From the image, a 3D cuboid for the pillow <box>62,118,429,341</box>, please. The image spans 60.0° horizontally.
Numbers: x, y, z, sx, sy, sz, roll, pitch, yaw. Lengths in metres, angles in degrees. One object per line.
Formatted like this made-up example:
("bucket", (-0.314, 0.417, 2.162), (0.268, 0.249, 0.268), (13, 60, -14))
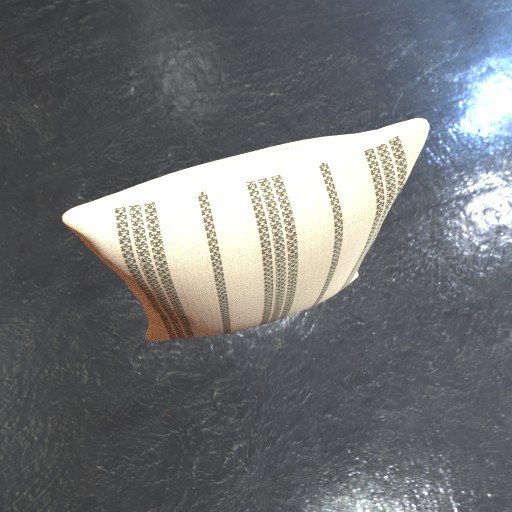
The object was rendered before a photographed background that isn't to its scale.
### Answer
("pillow", (0.000, 0.000, 0.638), (0.405, 0.406, 0.173), (-16, 64, -8))
